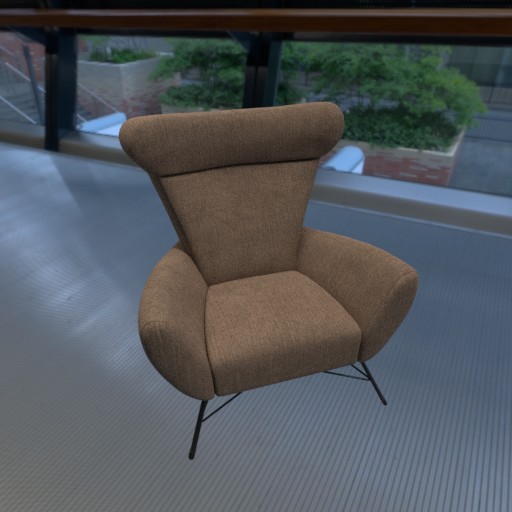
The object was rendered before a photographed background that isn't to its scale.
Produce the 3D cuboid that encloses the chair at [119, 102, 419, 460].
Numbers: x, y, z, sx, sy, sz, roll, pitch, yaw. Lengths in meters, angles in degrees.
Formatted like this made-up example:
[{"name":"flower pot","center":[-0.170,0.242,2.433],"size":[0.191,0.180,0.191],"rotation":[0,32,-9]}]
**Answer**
[{"name":"chair","center":[0.000,0.000,1.781],"size":[0.980,1.040,0.900],"rotation":[-9,32,-15]}]
